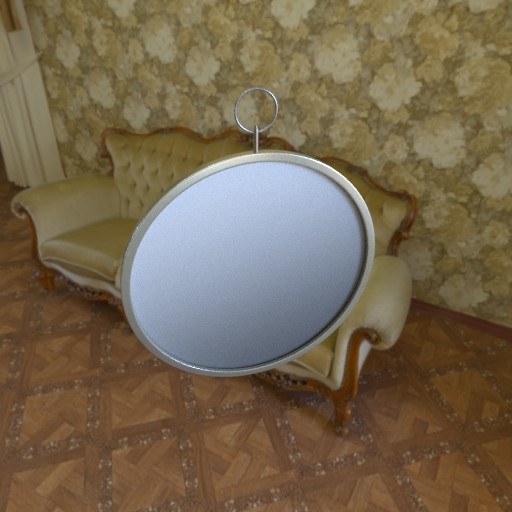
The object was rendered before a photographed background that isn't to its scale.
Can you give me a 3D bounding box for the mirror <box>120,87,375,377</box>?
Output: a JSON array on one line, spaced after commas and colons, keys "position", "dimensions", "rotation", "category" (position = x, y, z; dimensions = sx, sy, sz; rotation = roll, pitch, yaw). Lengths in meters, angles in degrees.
[{"position": [0.000, 0.000, 0.983], "dimensions": [0.594, 0.713, 0.020], "rotation": [-9, 33, -14], "category": "mirror"}]
